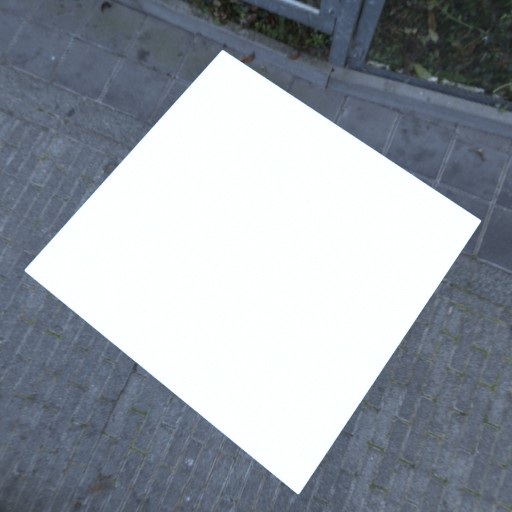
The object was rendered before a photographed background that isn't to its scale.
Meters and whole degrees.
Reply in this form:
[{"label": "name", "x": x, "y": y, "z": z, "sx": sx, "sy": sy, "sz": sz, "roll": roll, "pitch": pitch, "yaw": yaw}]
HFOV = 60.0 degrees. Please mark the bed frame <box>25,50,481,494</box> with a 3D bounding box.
[{"label": "bed frame", "x": 0.000, "y": 0.000, "z": 2.966, "sx": 2.032, "sy": 0.559, "sz": 1.930, "roll": 36, "pitch": 79, "yaw": 8}]
